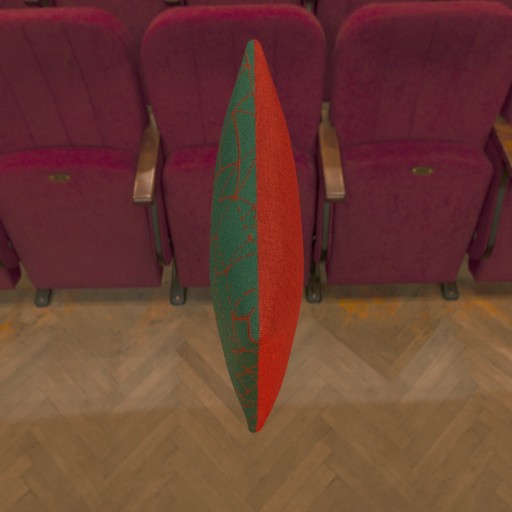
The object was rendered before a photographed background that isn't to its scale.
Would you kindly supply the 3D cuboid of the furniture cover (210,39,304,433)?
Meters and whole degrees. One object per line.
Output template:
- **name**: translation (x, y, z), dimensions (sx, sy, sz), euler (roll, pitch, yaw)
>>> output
- **furniture cover**: translation (0.000, 0.000, 0.796), dimensions (0.158, 0.508, 0.517), euler (-1, 58, 0)
